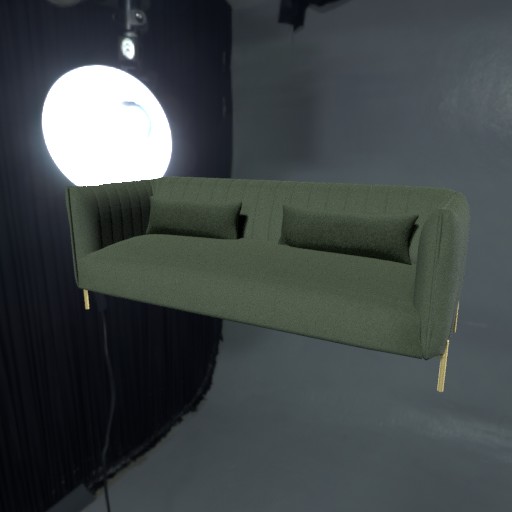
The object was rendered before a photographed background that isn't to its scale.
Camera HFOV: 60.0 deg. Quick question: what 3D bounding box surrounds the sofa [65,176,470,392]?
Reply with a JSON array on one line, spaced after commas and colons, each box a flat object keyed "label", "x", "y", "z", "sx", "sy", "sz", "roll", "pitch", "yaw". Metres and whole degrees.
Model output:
[{"label": "sofa", "x": 0.000, "y": 0.000, "z": 2.523, "sx": 2.137, "sy": 0.793, "sz": 0.896, "roll": 7, "pitch": 16, "yaw": 27}]
